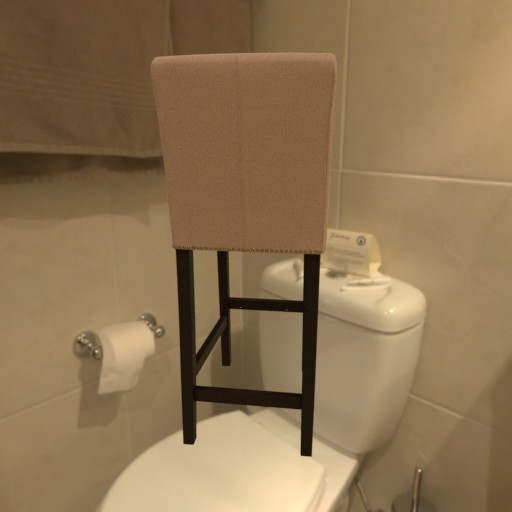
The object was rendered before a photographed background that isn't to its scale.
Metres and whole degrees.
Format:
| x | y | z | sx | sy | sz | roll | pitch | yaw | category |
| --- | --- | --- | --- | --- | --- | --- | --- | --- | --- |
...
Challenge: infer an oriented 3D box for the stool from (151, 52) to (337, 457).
| x | y | z | sx | sy | sz | roll | pitch | yaw | category |
| --- | --- | --- | --- | --- | --- | --- | --- | --- | --- |
| 0.000 | 0.000 | 1.329 | 0.411 | 1.047 | 0.548 | 2 | 16 | 7 | stool |
